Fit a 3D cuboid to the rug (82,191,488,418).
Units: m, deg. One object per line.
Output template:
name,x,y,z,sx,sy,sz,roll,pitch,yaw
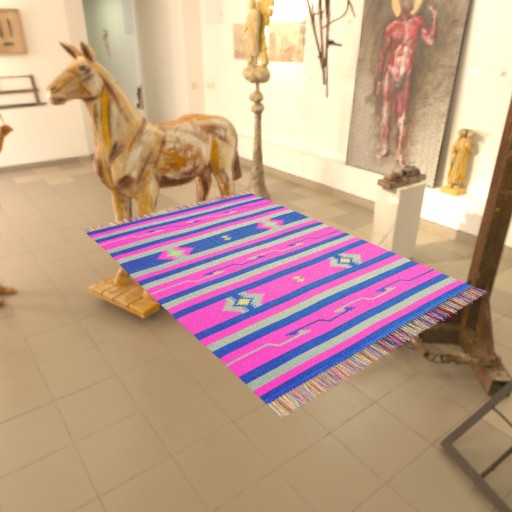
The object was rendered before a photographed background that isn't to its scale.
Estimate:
rug,0.000,0.000,2.918,1.539,0.013,2.350,-19,32,-33
